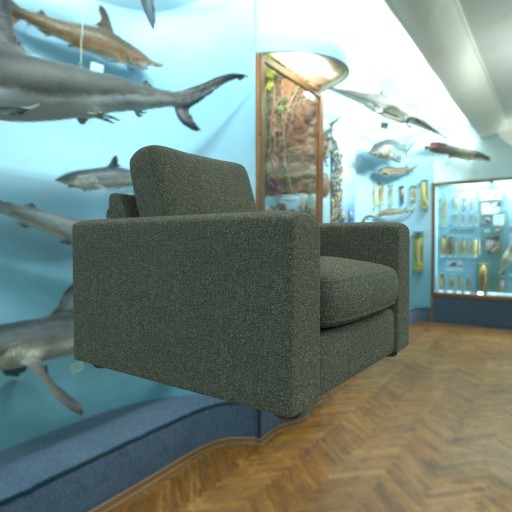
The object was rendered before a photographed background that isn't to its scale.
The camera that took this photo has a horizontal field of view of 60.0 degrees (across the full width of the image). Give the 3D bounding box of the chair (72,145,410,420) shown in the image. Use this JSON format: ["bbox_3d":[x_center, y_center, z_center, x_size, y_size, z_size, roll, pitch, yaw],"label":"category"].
[{"bbox_3d":[0.000,0.000,1.796,1.016,0.873,1.005,1,2,36],"label":"chair"}]
